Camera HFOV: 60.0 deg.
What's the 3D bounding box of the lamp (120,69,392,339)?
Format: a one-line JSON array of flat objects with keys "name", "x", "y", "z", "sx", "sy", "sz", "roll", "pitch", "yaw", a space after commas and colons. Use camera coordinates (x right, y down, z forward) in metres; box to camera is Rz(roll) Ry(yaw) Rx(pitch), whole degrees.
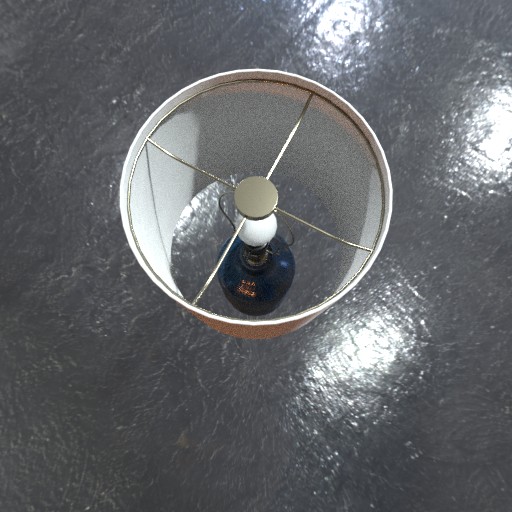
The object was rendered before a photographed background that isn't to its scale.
[{"name": "lamp", "x": 0.000, "y": 0.000, "z": 0.589, "sx": 0.220, "sy": 0.475, "sz": 0.220, "roll": 41, "pitch": 80, "yaw": 9}]
